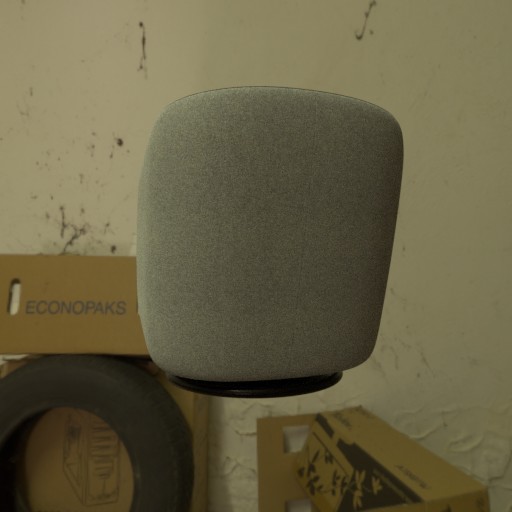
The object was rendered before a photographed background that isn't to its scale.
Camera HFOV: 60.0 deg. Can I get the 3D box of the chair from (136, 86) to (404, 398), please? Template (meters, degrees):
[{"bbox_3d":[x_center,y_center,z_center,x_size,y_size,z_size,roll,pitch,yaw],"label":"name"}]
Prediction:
[{"bbox_3d":[0.000,0.000,1.613,0.822,0.861,0.986,0,-2,-19],"label":"chair"}]
